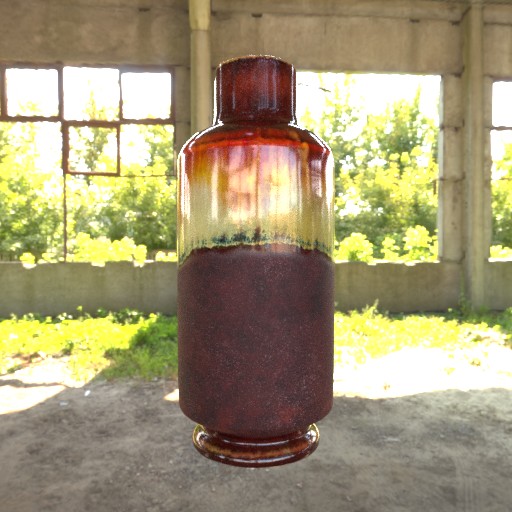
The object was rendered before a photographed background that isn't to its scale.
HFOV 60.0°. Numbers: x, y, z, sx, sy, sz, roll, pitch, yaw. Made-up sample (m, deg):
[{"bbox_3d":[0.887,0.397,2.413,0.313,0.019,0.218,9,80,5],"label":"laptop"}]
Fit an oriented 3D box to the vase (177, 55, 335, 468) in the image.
[{"bbox_3d":[0.000,0.000,0.316,0.111,0.261,0.111,0,1,0],"label":"vase"}]
